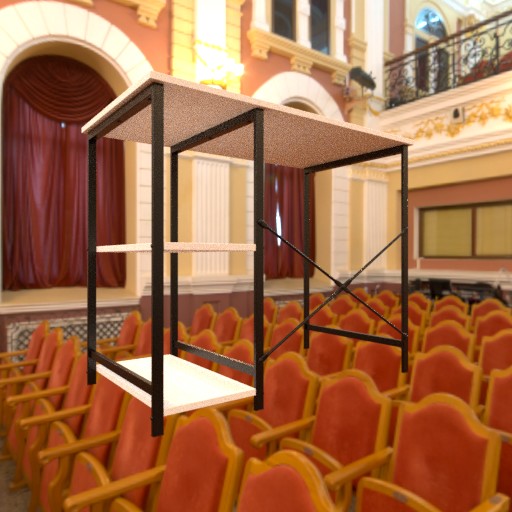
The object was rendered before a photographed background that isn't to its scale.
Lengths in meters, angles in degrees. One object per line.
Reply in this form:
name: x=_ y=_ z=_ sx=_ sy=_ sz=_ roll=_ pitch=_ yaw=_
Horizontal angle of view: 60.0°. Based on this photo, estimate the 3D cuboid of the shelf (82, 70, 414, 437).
shelf: x=0.000 y=0.000 z=1.364 sx=0.902 sy=0.750 sz=0.498 roll=0 pitch=0 yaw=-36
